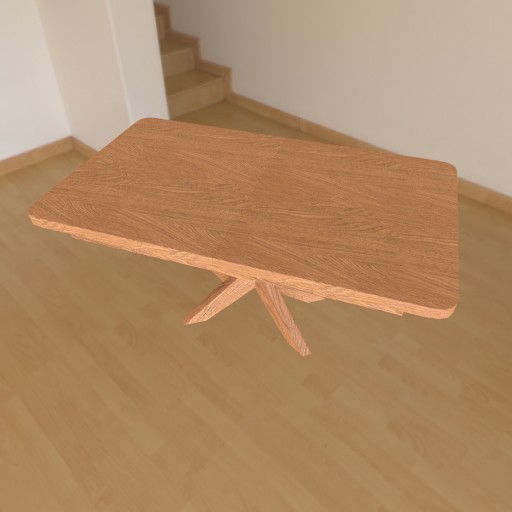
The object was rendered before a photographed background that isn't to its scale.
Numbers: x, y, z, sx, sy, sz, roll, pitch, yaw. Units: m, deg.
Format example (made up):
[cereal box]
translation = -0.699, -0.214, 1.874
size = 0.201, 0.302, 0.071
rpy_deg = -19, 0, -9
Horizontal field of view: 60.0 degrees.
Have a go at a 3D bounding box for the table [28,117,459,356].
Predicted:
[table]
translation = 0.000, 0.000, 2.111
size = 1.600, 0.770, 0.950
rpy_deg = 12, 43, 14
